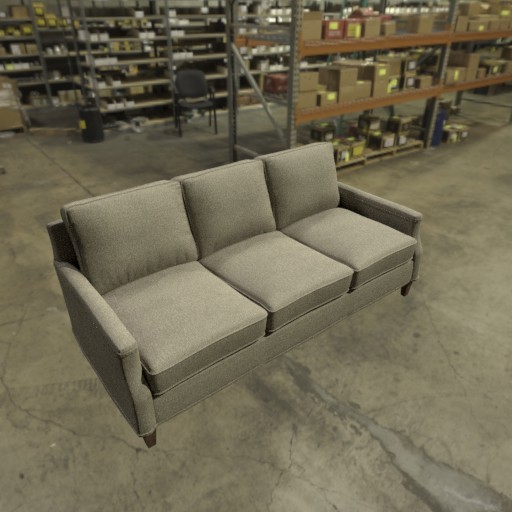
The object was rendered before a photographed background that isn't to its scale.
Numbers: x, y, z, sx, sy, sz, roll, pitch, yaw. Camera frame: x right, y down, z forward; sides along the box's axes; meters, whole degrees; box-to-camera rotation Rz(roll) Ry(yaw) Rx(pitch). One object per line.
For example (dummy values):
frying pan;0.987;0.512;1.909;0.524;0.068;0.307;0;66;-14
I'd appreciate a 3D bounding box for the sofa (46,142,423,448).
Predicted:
sofa;0.000;0.000;2.862;2.246;1.003;1.084;-22;37;-32
